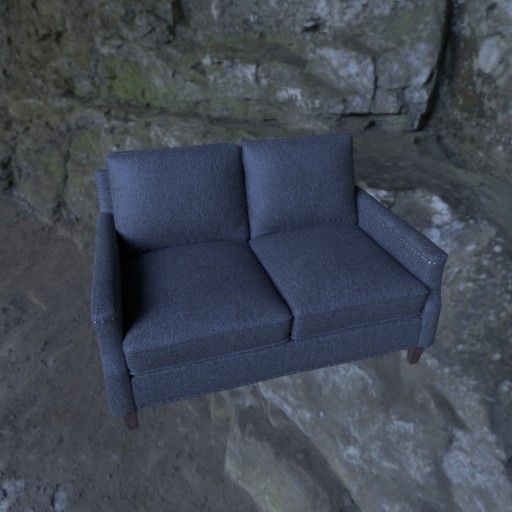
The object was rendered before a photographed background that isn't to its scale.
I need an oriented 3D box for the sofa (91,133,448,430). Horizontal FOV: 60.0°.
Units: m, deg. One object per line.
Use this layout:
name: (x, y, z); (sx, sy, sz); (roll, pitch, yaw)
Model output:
sofa: (0.000, 0.000, 2.305); (1.597, 1.003, 1.084); (-9, 32, -14)
